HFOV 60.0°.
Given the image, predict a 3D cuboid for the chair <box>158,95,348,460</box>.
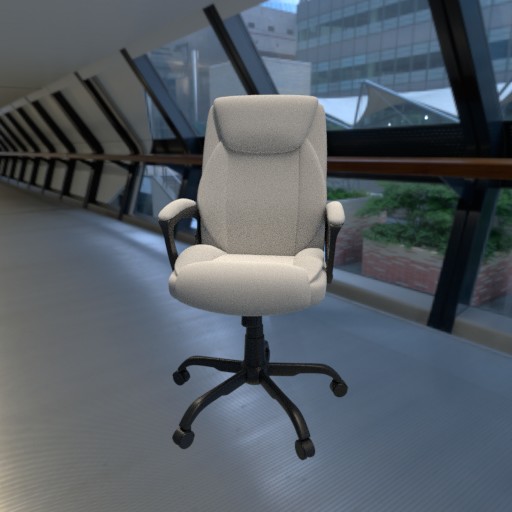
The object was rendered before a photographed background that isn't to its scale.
[{"bbox_3d":[0.000,0.000,1.477,0.663,1.065,0.669,2,15,8],"label":"chair"}]
